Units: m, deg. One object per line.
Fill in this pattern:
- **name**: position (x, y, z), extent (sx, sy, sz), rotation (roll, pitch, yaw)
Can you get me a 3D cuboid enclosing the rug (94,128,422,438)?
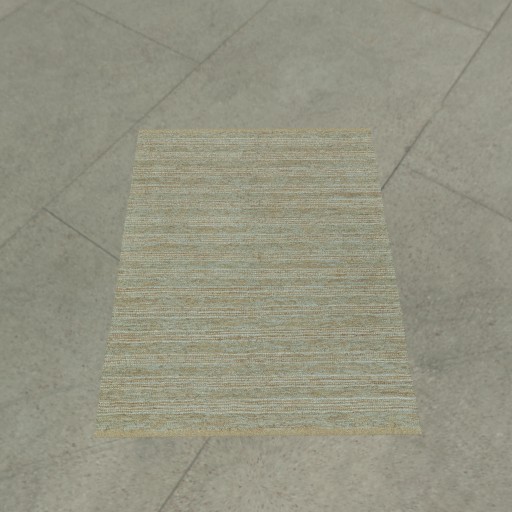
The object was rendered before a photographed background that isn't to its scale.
- **rug**: position (0.000, 0.000, 4.014), extent (2.471, 0.012, 3.034), rotation (0, 63, 0)
